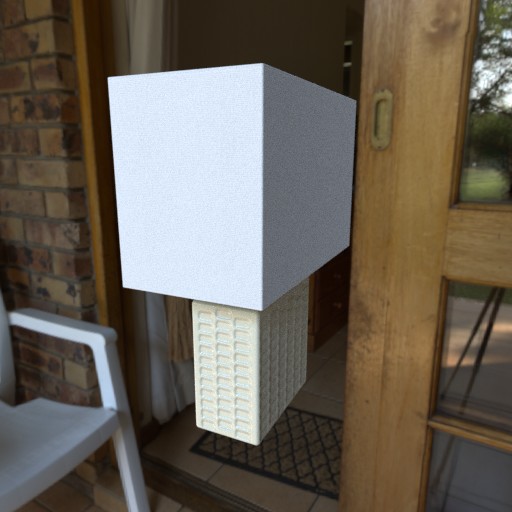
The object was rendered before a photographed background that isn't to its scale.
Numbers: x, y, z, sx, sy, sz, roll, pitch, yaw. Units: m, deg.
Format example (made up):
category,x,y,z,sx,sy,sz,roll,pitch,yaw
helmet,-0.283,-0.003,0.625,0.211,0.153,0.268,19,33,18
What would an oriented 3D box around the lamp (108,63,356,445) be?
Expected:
category,x,y,z,sx,sy,sz,roll,pitch,yaw
lamp,0.000,0.000,0.695,0.200,0.515,0.380,6,15,25
